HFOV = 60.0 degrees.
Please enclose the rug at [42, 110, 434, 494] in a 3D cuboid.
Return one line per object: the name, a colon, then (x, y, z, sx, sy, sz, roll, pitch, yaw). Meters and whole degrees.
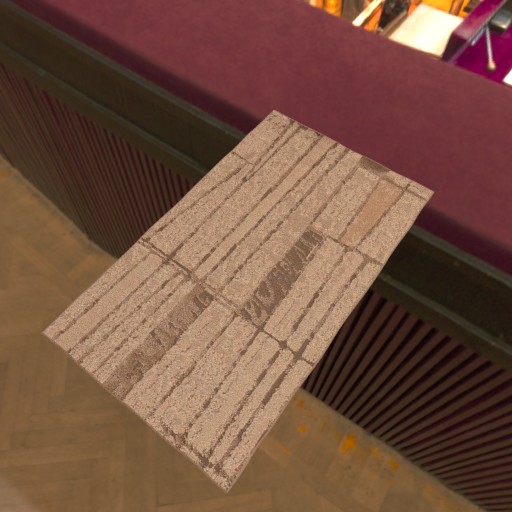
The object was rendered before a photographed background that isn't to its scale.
rug: (0.000, 0.000, 1.055, 0.515, 0.007, 0.867, 33, 65, 18)
